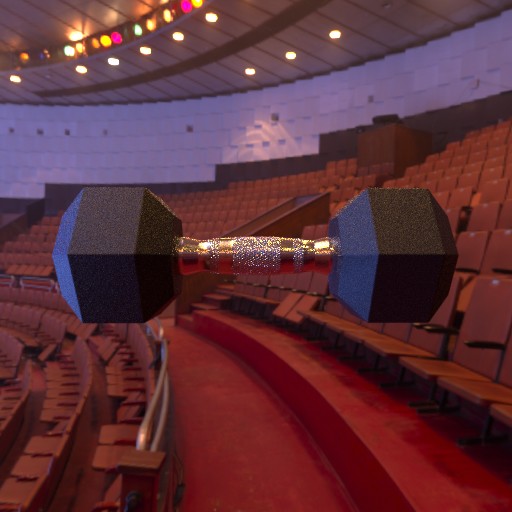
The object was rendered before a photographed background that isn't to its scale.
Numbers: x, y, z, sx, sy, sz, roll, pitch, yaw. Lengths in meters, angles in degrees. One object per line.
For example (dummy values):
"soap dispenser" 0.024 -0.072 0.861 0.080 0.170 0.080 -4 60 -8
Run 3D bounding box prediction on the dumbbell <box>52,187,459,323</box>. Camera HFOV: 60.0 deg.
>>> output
"dumbbell" 0.000 0.000 0.328 0.272 0.092 0.106 0 -1 -1
